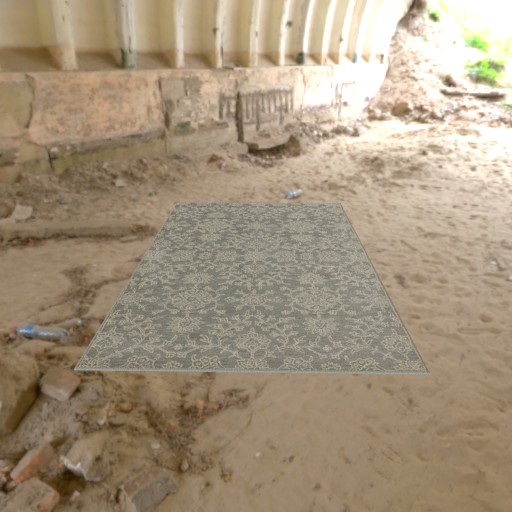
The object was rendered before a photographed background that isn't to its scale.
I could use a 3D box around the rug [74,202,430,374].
[{"bbox_3d":[0.000,0.000,2.996,1.515,0.010,2.430,0,24,1],"label":"rug"}]
